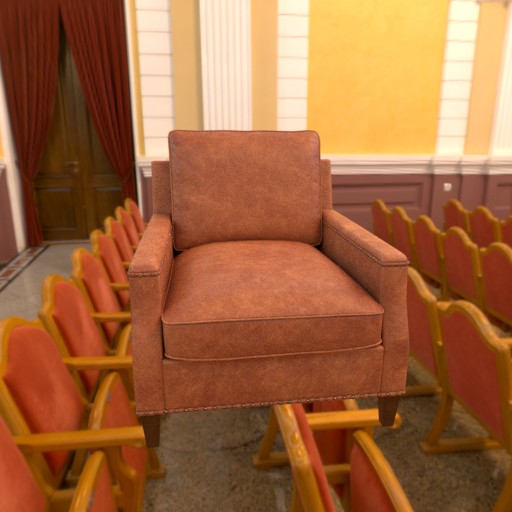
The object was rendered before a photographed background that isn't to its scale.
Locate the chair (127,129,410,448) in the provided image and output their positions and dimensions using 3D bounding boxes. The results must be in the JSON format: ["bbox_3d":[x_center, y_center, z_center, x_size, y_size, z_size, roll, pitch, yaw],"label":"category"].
[{"bbox_3d":[0.000,0.000,1.725,0.853,0.943,1.014,-2,16,-7],"label":"chair"}]
